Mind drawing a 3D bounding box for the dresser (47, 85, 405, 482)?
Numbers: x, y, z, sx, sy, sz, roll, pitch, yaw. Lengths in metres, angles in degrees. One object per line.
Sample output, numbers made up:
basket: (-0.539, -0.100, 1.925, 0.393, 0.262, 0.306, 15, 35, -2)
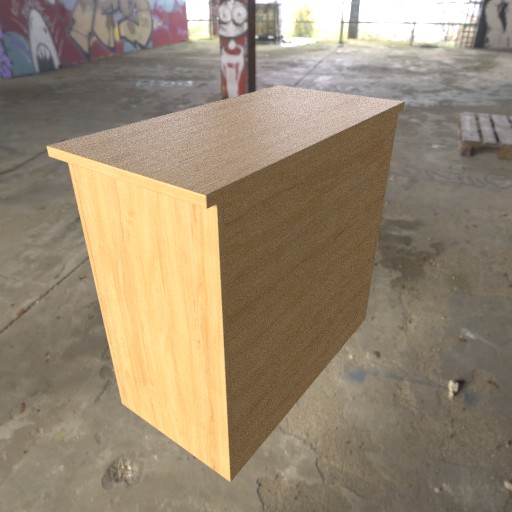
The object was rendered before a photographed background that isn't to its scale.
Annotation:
dresser: (0.000, 0.000, 1.208, 0.410, 0.730, 0.800, 21, 36, 31)
